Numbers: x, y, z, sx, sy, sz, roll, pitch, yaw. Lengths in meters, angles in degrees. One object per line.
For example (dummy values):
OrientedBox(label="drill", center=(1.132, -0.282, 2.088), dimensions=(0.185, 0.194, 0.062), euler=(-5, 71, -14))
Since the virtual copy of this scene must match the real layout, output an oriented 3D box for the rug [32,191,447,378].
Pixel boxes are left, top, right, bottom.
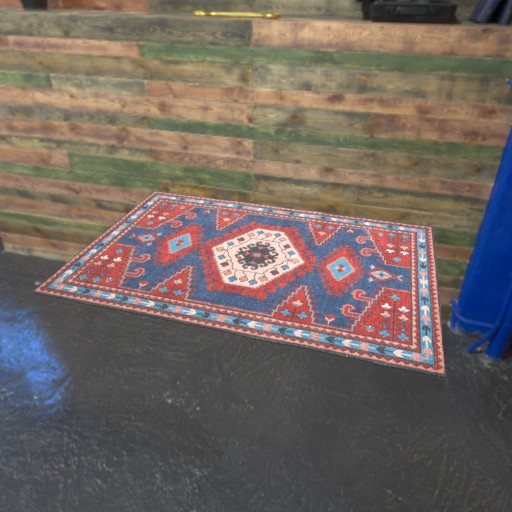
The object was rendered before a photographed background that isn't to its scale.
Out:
OrientedBox(label="rug", center=(0.000, 0.000, 2.326), dimensions=(1.820, 0.012, 1.207), euler=(9, 33, 14))
